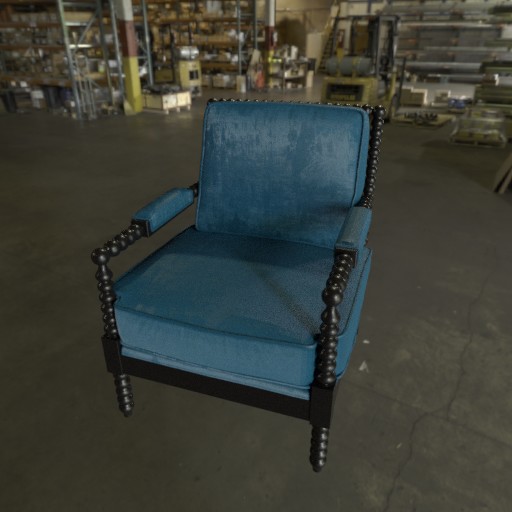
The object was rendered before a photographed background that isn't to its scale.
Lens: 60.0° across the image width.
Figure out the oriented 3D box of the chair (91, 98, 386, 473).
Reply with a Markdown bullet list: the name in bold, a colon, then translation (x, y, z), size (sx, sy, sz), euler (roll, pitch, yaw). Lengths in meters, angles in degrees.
- **chair**: translation (0.000, 0.000, 1.397), size (0.688, 0.857, 0.805), euler (9, 27, 17)
